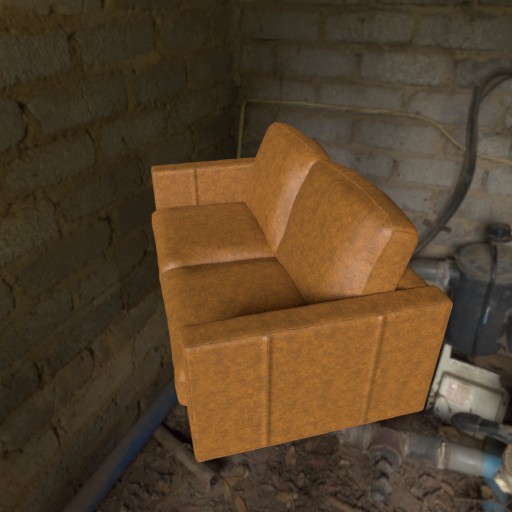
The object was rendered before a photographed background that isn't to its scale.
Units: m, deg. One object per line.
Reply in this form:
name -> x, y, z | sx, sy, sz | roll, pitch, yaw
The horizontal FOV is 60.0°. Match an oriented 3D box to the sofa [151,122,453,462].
sofa -> 0.000, 0.000, 2.091 | 0.909, 0.951, 1.578 | -8, 32, -13
